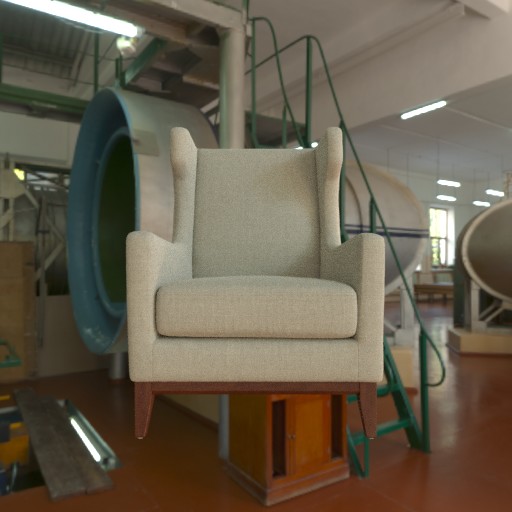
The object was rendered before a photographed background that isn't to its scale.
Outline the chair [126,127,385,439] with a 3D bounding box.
[{"bbox_3d":[0.000,0.000,1.705,0.778,1.079,0.899,0,-1,0],"label":"chair"}]
